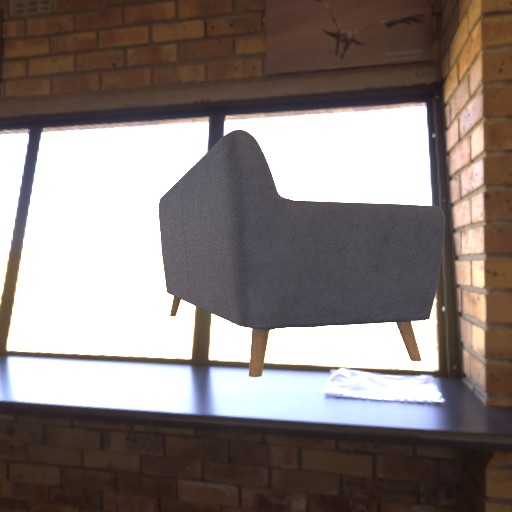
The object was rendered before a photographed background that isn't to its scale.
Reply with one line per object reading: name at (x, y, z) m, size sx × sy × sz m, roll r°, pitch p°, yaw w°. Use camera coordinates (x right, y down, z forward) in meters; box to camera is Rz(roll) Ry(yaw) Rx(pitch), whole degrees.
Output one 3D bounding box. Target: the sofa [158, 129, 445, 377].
sofa at (0.000, 0.000, 2.411) m, size 0.830 × 0.830 × 1.970 m, roll 0°, pitch -1°, yaw -20°
